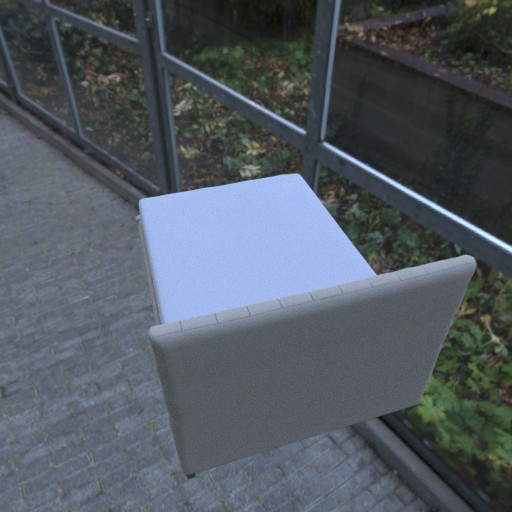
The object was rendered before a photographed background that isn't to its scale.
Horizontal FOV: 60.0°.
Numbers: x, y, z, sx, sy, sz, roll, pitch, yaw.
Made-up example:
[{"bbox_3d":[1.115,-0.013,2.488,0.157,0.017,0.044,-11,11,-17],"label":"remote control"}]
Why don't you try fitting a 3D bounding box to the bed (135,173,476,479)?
[{"bbox_3d":[0.000,0.000,3.388,1.698,1.427,2.387,-12,42,-13],"label":"bed"}]
